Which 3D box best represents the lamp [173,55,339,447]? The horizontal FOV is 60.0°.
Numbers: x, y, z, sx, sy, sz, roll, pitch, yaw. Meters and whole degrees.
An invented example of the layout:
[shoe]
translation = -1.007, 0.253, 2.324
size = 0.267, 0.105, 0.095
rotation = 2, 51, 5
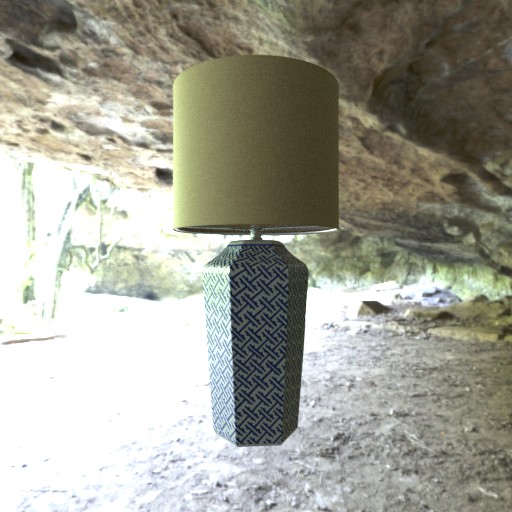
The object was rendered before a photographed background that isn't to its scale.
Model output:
[lamp]
translation = 0.000, 0.000, 0.865
size = 0.320, 0.682, 0.320
rotation = 0, -1, 0
